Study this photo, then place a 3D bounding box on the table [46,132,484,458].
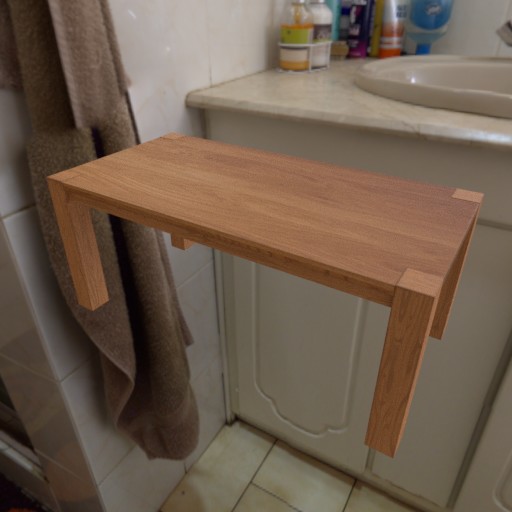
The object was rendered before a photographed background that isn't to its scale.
[{"bbox_3d":[0.000,0.000,2.224,1.800,0.760,0.900,18,36,27],"label":"table"}]
